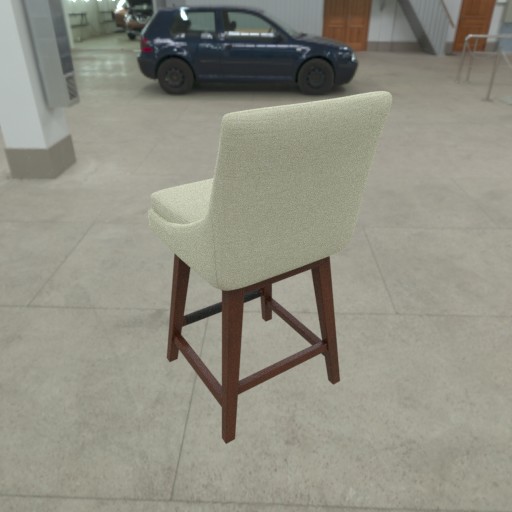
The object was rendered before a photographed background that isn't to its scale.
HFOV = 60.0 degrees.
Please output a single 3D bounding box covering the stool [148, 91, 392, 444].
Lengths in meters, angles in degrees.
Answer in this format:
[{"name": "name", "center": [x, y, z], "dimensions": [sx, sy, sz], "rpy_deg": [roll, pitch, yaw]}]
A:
[{"name": "stool", "center": [0.000, 0.000, 1.348], "dimensions": [0.469, 0.991, 0.559], "rpy_deg": [-18, 35, -28]}]
